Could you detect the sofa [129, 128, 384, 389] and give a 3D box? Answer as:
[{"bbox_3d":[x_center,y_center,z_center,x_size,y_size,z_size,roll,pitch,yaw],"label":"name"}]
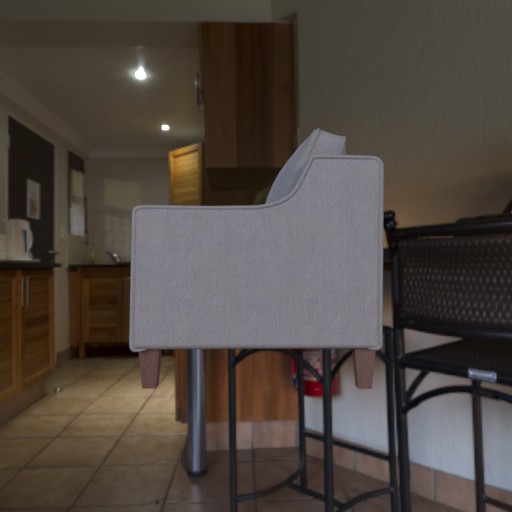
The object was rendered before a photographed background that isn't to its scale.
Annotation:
[{"bbox_3d":[0.000,0.000,2.551,0.911,0.974,1.986,0,-1,0],"label":"sofa"}]
